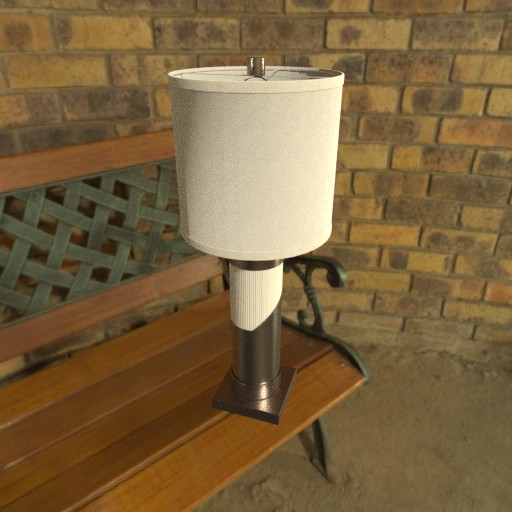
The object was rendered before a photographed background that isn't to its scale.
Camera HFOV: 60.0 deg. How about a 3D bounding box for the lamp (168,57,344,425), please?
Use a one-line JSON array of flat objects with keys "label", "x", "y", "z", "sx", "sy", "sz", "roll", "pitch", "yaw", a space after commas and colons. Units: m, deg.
[{"label": "lamp", "x": 0.000, "y": 0.000, "z": 0.623, "sx": 0.202, "sy": 0.509, "sz": 0.202, "roll": 9, "pitch": 28, "yaw": 17}]
